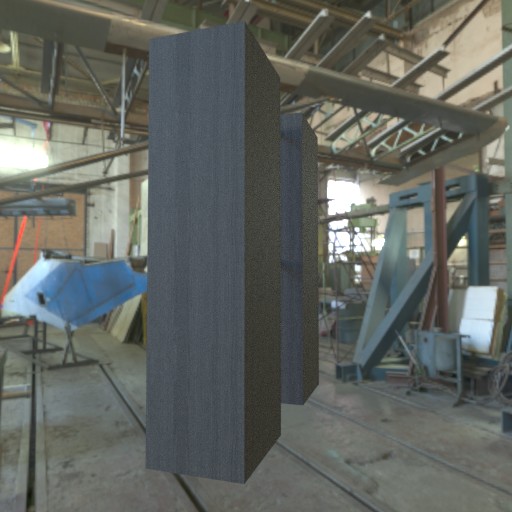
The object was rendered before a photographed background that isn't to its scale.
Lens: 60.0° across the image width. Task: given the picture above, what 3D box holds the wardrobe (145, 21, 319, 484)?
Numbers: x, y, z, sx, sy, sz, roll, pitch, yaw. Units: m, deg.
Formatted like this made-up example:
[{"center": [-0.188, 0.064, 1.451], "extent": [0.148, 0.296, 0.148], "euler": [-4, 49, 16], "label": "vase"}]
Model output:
[{"center": [0.000, 0.000, 2.826], "extent": [0.480, 2.000, 1.770], "euler": [-1, -2, 18], "label": "wardrobe"}]
